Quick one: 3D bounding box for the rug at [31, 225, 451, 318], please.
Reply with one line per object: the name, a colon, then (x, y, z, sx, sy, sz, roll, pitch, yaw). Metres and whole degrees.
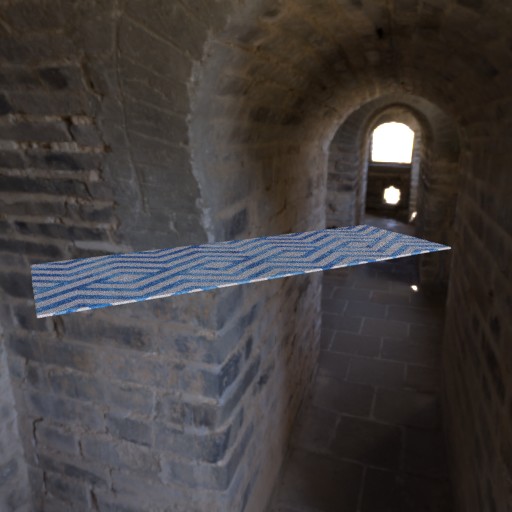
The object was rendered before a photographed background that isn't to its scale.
rug: (0.000, 0.000, 1.646, 1.492, 0.007, 0.503, -8, 17, -26)
